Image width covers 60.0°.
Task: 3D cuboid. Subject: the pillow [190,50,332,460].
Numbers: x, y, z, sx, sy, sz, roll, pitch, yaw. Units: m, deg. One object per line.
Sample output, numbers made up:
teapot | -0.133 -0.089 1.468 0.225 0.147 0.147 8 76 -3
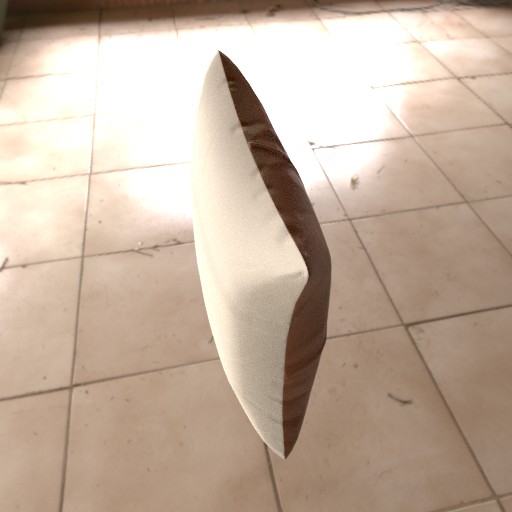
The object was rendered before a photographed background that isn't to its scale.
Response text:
pillow | 0.000 0.000 0.733 0.192 0.477 0.501 -9 47 -9
